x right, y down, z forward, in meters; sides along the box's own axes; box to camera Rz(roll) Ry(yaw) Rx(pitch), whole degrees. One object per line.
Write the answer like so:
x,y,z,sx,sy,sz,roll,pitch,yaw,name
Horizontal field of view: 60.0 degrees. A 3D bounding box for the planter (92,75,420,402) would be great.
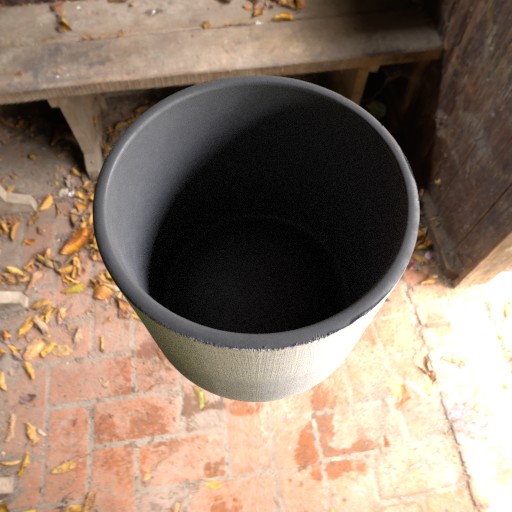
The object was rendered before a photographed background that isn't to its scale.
0.000,0.000,0.385,0.221,0.201,0.221,0,63,0,planter
